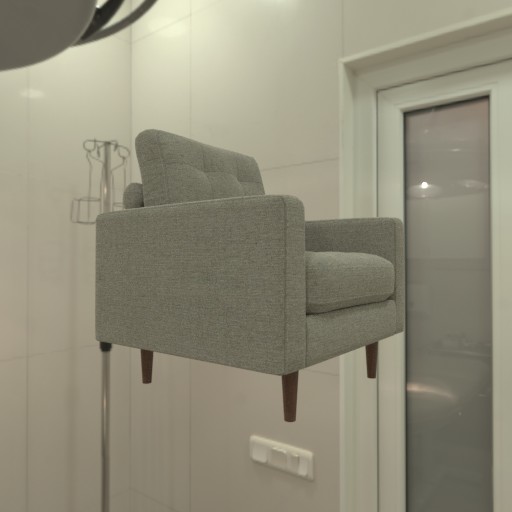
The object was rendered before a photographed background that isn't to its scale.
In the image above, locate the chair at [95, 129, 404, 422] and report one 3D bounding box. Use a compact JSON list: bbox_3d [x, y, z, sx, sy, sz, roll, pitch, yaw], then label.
[{"bbox_3d":[0.000,0.000,1.590,0.843,0.880,0.821,0,-1,38],"label":"chair"}]
